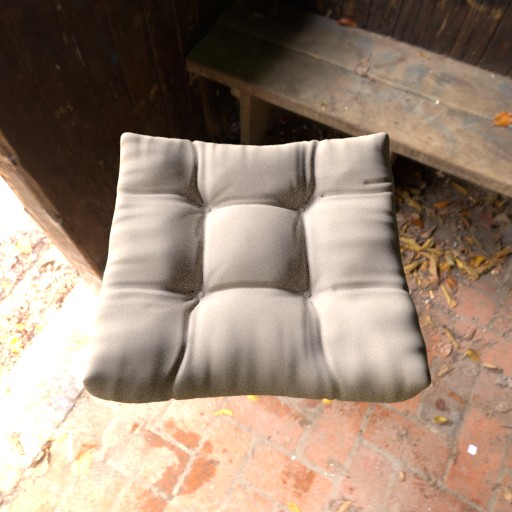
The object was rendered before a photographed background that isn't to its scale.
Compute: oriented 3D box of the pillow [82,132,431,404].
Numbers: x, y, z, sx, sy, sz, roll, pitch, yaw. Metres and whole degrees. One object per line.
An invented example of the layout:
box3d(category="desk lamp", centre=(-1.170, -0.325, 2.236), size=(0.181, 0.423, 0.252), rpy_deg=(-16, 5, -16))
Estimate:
box3d(category="pillow", centre=(0.000, 0.000, 0.733), size=(0.490, 0.128, 0.468), rpy_deg=(0, 63, 0))
